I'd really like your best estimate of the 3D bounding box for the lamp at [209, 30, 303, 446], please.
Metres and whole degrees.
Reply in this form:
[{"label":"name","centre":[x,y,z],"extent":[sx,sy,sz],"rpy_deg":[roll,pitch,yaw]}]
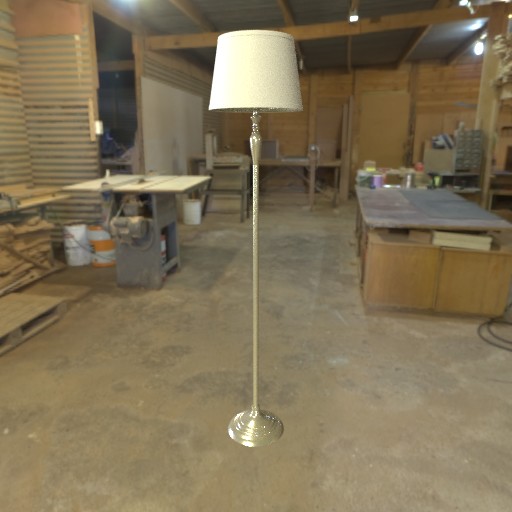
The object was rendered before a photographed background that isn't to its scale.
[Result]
[{"label":"lamp","centre":[0.000,0.000,1.680],"extent":[0.327,1.506,0.327],"rpy_deg":[3,15,9]}]
